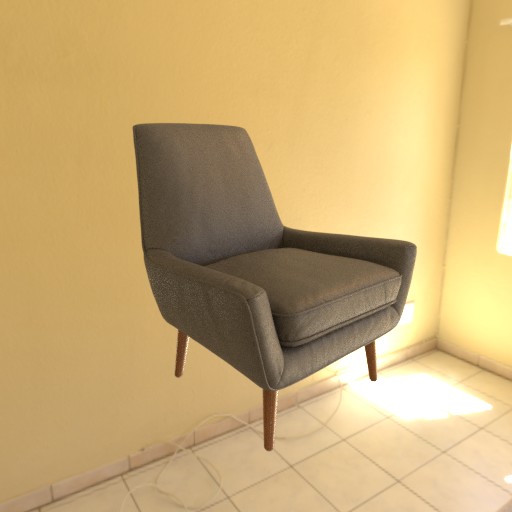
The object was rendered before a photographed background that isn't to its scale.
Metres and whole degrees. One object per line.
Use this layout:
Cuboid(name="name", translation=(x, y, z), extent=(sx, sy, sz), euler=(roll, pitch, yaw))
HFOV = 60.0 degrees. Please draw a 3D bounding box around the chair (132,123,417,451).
Cuboid(name="chair", translation=(0.000, 0.000, 1.519), extent=(0.787, 0.888, 0.822), euler=(-13, 19, -42))
